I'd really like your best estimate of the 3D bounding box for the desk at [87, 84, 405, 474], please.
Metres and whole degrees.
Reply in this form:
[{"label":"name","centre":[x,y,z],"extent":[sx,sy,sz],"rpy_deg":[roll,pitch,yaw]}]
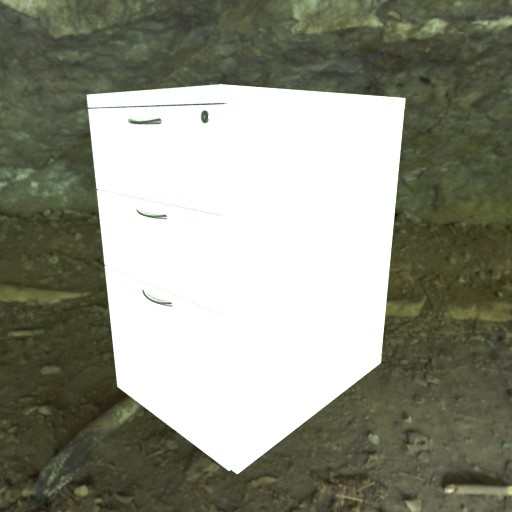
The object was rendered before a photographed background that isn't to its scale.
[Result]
[{"label":"desk","centre":[0.000,0.000,1.076],"extent":[0.404,0.730,0.600],"rpy_deg":[16,23,41]}]
